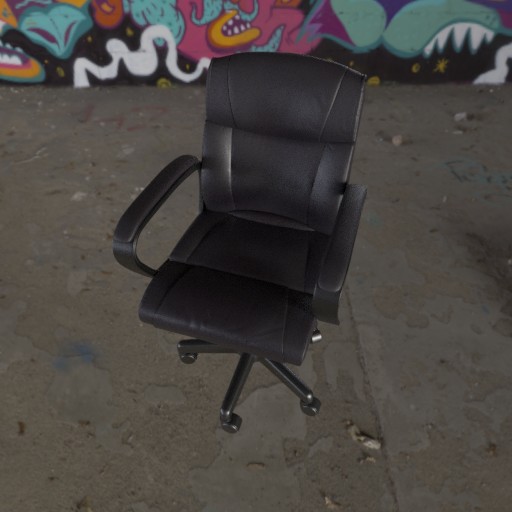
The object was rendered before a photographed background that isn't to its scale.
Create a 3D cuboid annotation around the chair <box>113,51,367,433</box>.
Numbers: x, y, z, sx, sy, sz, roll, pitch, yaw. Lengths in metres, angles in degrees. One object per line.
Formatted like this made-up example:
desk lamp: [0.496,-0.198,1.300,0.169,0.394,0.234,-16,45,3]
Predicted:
chair: [0.000,0.000,1.338,0.576,0.998,0.641,13,43,14]
